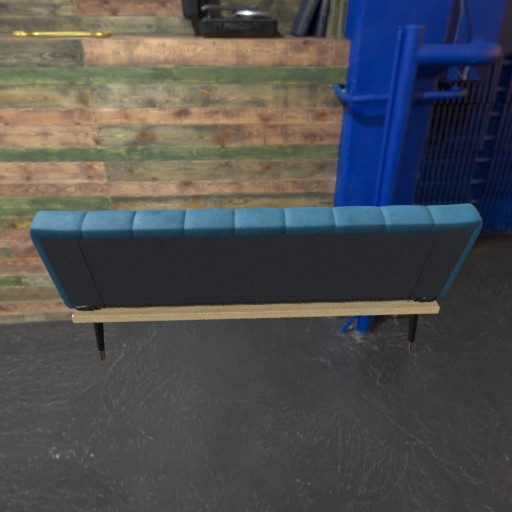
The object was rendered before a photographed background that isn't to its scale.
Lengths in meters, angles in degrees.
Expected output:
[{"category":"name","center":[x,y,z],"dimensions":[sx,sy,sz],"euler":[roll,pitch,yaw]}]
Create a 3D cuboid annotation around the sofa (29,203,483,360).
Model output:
[{"category":"sofa","center":[0.000,0.000,2.288],"dimensions":[1.810,0.825,0.830],"euler":[-1,30,-2]}]
